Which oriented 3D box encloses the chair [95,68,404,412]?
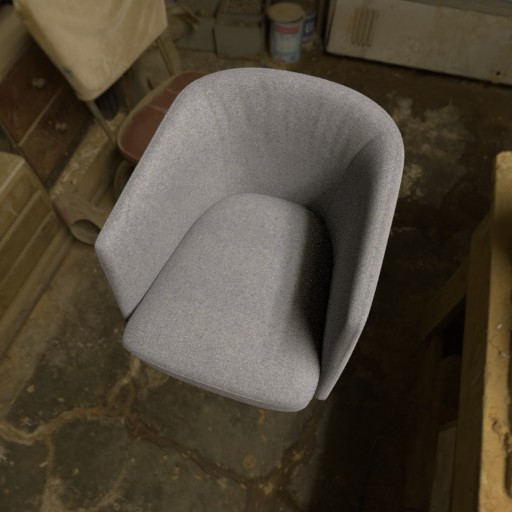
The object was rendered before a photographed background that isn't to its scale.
[{"bbox_3d":[0.000,0.000,1.615,0.822,0.861,0.986,16,60,10],"label":"chair"}]
